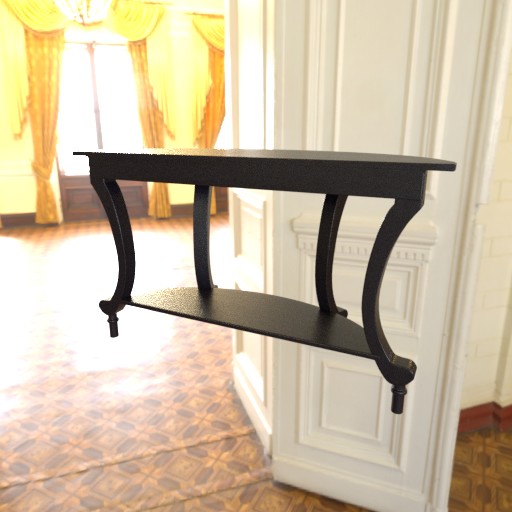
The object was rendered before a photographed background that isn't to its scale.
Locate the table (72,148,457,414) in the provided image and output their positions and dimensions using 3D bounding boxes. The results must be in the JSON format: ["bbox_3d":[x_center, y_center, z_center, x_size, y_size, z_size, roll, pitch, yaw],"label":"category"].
[{"bbox_3d":[0.000,0.000,1.519,1.198,0.692,0.394,8,18,25],"label":"table"}]
